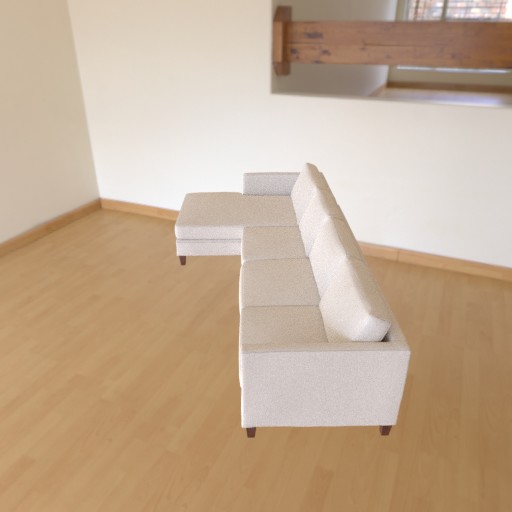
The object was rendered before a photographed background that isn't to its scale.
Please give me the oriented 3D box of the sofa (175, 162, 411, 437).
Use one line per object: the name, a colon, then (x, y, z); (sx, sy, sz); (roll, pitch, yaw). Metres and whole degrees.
sofa: (0.000, 0.000, 3.878); (1.625, 0.846, 3.186); (-1, 28, -1)
